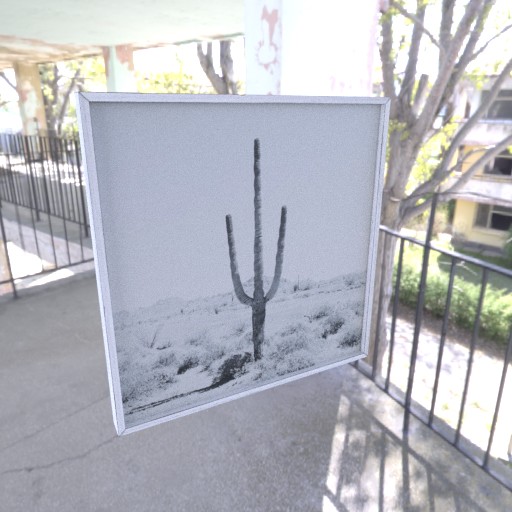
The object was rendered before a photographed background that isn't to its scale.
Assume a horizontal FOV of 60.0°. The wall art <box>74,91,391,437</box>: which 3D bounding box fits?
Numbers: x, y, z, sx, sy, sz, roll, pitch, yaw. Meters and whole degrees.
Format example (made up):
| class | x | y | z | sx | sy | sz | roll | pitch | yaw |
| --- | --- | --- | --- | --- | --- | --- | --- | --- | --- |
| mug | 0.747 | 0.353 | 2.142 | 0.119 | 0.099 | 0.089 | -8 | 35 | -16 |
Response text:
| class | x | y | z | sx | sy | sz | roll | pitch | yaw |
| --- | --- | --- | --- | --- | --- | --- | --- | --- | --- |
| wall art | 0.000 | 0.000 | 0.745 | 0.508 | 0.508 | 0.038 | -10 | 20 | -27 |
